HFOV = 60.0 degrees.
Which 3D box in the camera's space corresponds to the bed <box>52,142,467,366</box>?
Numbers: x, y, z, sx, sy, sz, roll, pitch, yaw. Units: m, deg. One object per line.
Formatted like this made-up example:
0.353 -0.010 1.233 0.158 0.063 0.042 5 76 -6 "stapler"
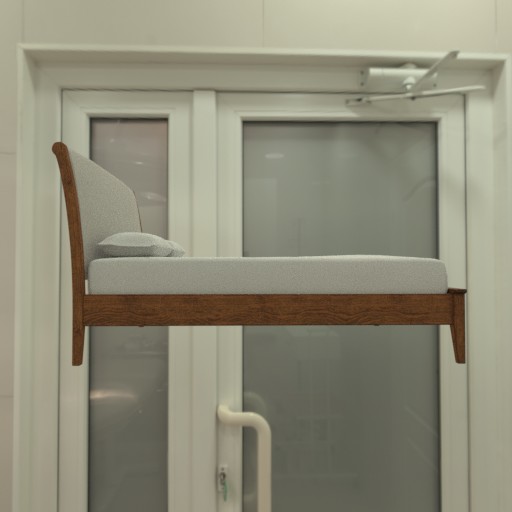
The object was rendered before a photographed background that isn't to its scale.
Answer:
0.000 0.000 2.983 2.108 1.135 1.502 0 -1 -2 "bed"
